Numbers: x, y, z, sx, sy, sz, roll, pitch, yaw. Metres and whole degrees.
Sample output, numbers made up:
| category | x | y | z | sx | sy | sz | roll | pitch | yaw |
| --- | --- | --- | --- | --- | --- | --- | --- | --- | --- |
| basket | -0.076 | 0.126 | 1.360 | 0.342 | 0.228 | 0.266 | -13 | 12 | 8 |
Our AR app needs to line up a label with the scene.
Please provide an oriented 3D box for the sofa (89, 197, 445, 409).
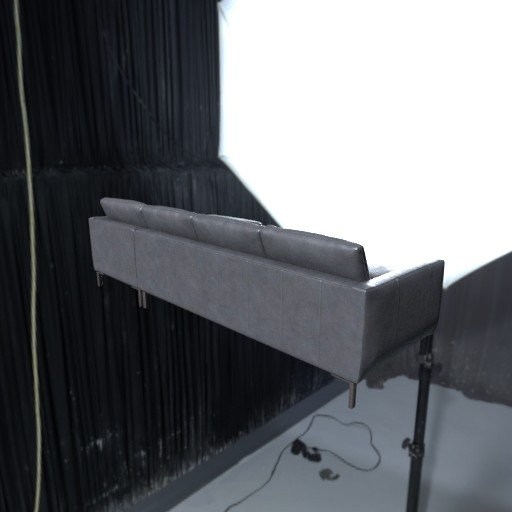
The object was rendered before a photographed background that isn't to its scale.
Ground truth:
| category | x | y | z | sx | sy | sz | roll | pitch | yaw |
| --- | --- | --- | --- | --- | --- | --- | --- | --- | --- |
| sofa | 0.000 | 0.000 | 3.642 | 1.471 | 0.859 | 2.993 | -13 | 19 | -43 |
